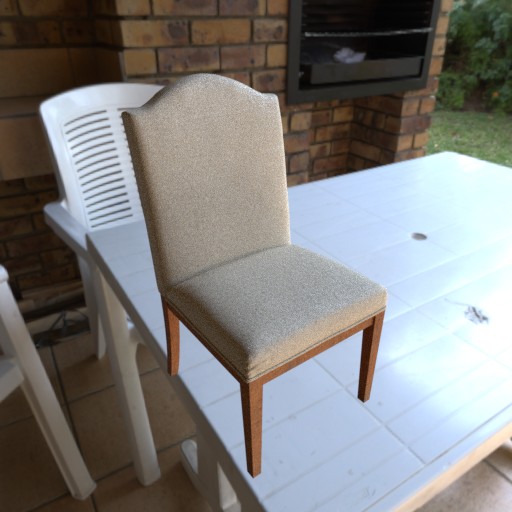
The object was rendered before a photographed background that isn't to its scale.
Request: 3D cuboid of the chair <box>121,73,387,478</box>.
[{"bbox_3d":[0.000,0.000,1.388,0.534,1.012,0.648,-20,34,-32],"label":"chair"}]
